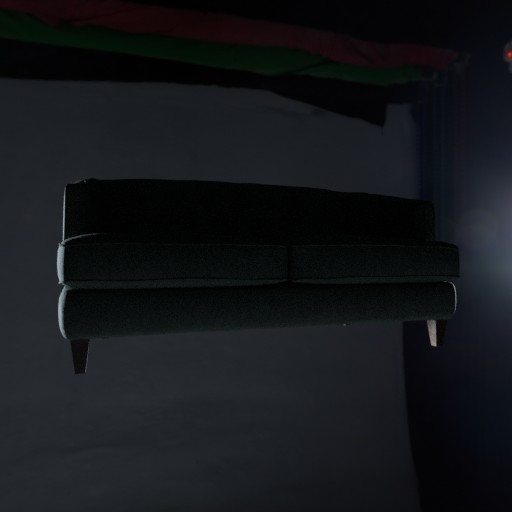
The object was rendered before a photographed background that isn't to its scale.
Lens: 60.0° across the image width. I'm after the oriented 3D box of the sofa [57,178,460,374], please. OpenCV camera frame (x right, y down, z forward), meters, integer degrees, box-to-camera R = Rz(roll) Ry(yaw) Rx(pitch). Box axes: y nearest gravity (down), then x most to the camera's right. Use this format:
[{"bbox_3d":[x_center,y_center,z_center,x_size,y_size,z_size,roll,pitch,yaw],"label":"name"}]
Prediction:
[{"bbox_3d":[0.000,0.000,2.199,1.733,0.855,0.941,0,0,-18],"label":"sofa"}]
